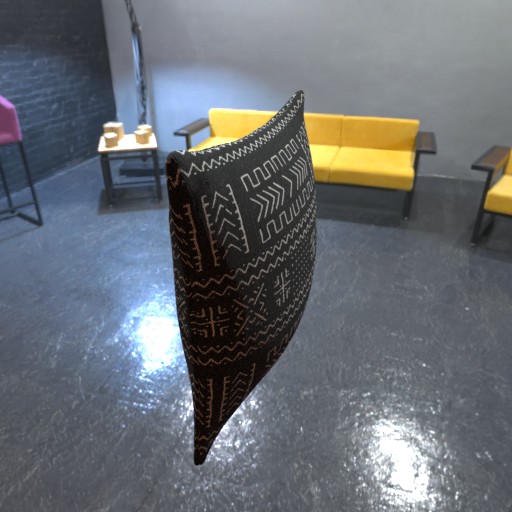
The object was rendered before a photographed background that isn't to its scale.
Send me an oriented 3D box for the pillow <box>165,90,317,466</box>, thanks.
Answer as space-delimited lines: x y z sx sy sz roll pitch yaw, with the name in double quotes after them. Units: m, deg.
0.000 0.000 0.673 0.164 0.430 0.438 10 30 18 "pillow"
